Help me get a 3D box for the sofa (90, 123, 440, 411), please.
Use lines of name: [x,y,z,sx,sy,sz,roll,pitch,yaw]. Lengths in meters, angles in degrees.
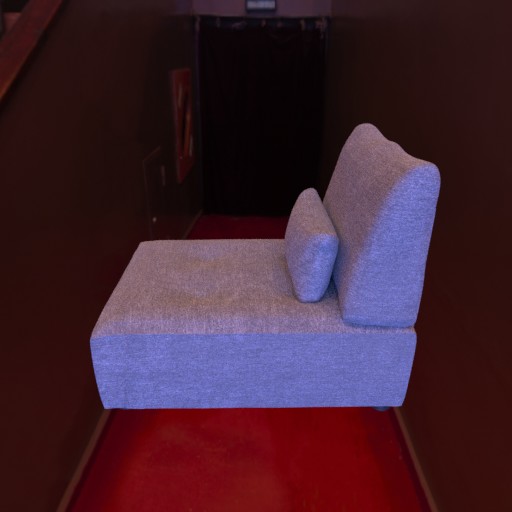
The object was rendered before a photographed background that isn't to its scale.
sofa: [0.000,0.000,1.583,1.000,0.820,0.700,0,26,-1]
